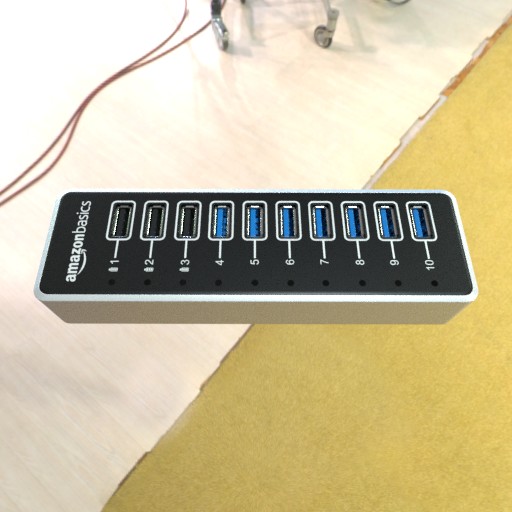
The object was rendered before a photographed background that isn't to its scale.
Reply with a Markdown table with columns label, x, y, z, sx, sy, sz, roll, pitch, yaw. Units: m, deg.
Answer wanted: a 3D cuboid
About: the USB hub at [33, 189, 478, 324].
| label | x | y | z | sx | sy | sz | roll | pitch | yaw |
| --- | --- | --- | --- | --- | --- | --- | --- | --- | --- |
| USB hub | 0.000 | 0.000 | 0.162 | 0.145 | 0.023 | 0.044 | 0 | 63 | 0 |
